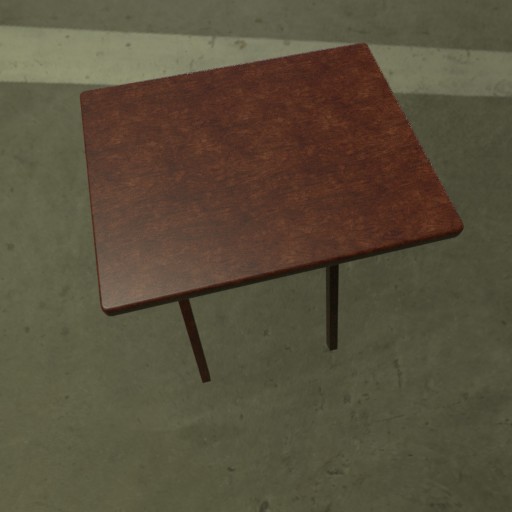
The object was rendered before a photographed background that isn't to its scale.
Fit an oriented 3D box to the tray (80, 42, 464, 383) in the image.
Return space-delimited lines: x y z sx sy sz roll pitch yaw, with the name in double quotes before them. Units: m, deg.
"tray" 0.000 0.000 0.938 0.483 0.660 0.381 -13 64 -6
